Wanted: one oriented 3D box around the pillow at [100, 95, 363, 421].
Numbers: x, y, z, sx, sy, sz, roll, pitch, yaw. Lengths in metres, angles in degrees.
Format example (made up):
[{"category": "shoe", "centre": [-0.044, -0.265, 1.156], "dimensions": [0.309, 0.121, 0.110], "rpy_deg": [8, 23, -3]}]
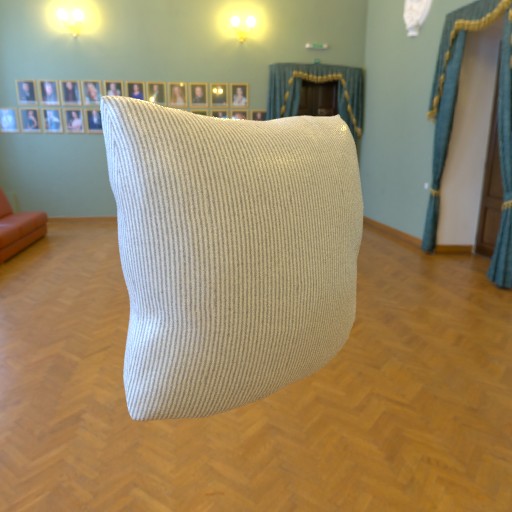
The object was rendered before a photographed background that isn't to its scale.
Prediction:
[{"category": "pillow", "centre": [0.000, 0.000, 0.669], "dimensions": [0.387, 0.432, 0.310], "rpy_deg": [-2, 15, -9]}]
